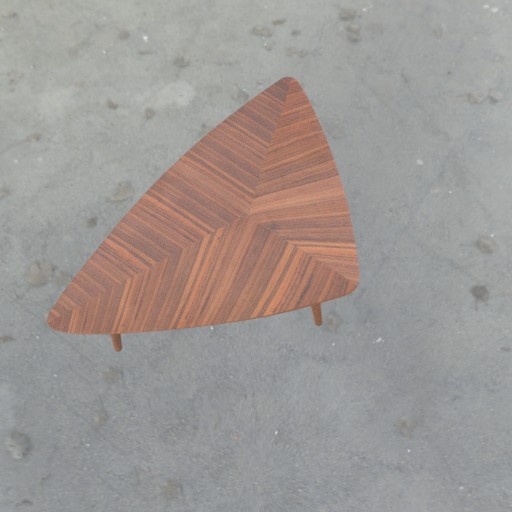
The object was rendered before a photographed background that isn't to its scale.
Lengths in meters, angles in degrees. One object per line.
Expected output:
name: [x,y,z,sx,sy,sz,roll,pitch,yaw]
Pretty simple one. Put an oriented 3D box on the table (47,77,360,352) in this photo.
table: [0.000,0.000,1.310,0.601,0.365,1.008,33,67,16]
